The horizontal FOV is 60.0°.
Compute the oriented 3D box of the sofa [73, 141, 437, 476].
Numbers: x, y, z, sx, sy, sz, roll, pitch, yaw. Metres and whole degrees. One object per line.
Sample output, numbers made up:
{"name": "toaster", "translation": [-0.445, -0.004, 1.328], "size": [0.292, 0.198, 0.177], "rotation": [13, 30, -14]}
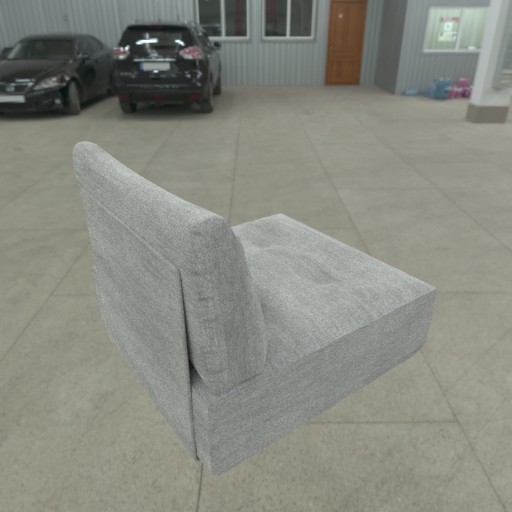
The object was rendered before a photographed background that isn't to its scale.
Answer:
{"name": "sofa", "translation": [0.000, 0.000, 1.674], "size": [1.000, 0.820, 0.930], "rotation": [-18, 33, -31]}
